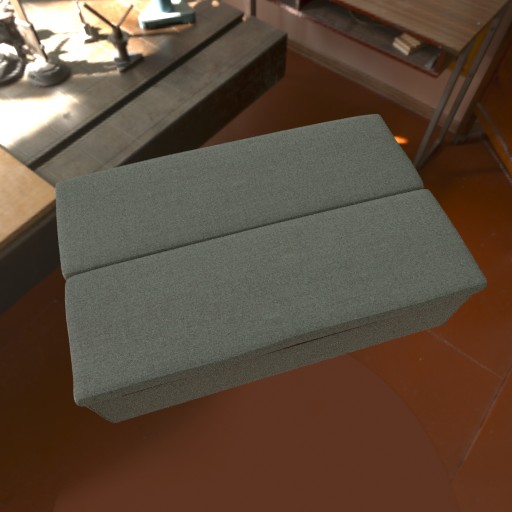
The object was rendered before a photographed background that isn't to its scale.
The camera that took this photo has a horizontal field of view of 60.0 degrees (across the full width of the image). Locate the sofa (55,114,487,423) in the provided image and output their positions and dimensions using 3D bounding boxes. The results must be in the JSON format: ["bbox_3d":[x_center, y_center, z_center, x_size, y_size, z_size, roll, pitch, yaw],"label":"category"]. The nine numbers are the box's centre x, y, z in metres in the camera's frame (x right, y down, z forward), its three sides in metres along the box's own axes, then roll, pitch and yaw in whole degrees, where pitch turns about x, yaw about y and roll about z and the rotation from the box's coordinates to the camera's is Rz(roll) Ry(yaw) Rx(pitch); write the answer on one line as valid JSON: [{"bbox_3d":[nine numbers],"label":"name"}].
[{"bbox_3d":[0.000,0.000,1.602,1.250,0.434,0.817,-14,60,-9],"label":"sofa"}]
